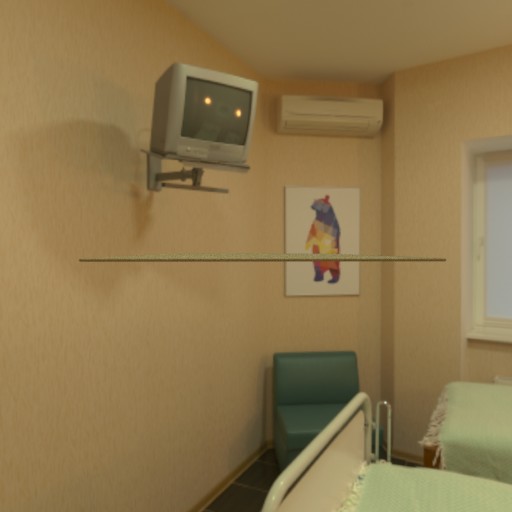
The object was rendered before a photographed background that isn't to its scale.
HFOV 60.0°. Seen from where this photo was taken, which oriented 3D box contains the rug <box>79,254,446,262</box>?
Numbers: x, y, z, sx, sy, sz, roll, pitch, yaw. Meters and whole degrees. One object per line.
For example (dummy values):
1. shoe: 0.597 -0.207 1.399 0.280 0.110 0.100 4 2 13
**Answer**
1. rug: 0.000 0.000 3.054 1.540 0.012 2.448 0 1 -2
